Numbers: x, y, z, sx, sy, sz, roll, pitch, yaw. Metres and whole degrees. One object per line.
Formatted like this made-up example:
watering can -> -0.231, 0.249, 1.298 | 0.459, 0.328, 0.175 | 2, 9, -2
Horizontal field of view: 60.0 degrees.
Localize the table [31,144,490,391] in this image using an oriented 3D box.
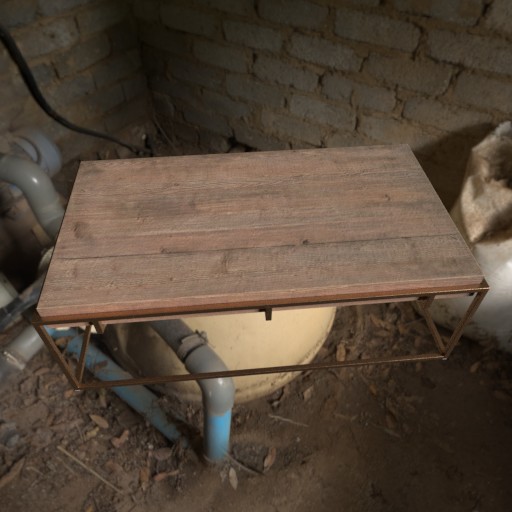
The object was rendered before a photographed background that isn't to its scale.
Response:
table -> 0.000, 0.000, 1.738 | 1.387, 0.468, 0.775 | -4, 47, -4
